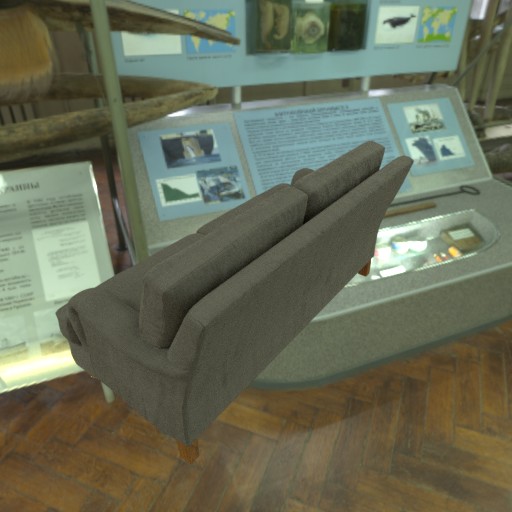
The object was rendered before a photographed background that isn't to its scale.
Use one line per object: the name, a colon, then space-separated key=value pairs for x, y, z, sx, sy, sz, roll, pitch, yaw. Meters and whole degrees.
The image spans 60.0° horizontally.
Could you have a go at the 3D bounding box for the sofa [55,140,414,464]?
sofa: x=0.000 y=0.000 z=2.744 sx=1.086 sy=1.087 sz=2.165 roll=22 pitch=38 yaw=30
